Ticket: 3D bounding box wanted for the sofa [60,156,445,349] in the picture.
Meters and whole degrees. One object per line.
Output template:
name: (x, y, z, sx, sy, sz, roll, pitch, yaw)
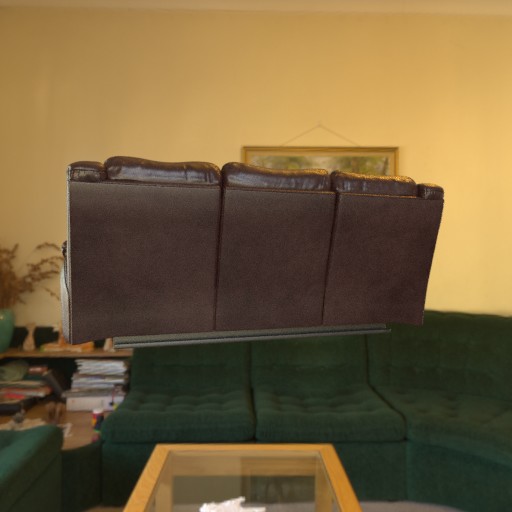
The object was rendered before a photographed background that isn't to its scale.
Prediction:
sofa: (0.000, 0.000, 2.907, 2.337, 1.043, 0.991, 0, -1, -18)
